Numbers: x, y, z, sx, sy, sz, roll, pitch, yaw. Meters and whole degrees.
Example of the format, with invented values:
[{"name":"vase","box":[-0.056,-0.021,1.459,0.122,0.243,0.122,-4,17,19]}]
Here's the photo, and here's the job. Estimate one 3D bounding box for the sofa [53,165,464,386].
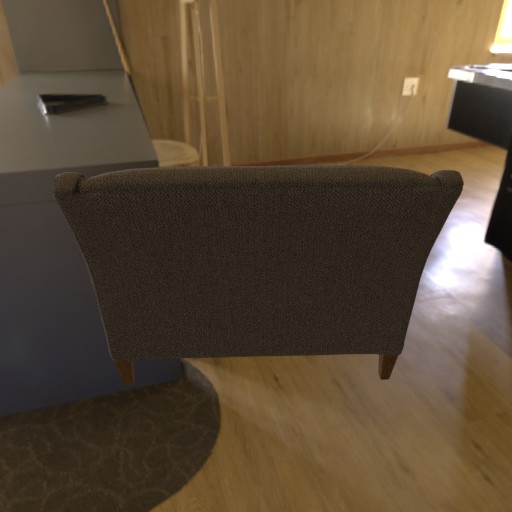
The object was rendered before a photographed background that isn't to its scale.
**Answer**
[{"name":"sofa","box":[0.000,0.000,1.900,1.242,1.022,0.873,-1,30,-2]}]
